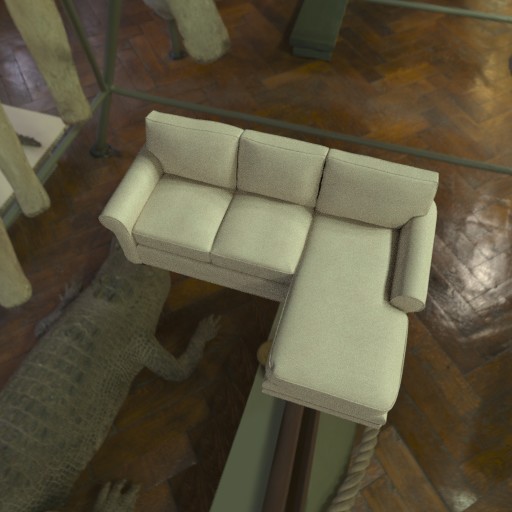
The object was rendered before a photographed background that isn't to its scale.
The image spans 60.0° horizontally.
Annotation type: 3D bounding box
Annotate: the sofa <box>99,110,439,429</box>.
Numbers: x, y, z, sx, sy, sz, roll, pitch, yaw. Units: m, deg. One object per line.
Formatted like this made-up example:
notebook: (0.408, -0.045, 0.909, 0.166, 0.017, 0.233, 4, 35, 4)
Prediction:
sofa: (0.000, 0.000, 2.382, 1.770, 0.734, 1.226, 15, 59, 9)
